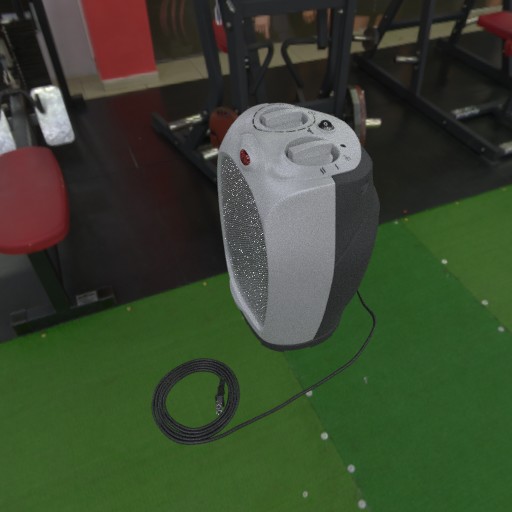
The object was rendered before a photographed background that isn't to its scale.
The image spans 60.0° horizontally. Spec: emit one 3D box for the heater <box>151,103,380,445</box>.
[{"bbox_3d":[0.000,0.000,0.467,0.291,0.255,0.239,-16,48,-15],"label":"heater"}]
